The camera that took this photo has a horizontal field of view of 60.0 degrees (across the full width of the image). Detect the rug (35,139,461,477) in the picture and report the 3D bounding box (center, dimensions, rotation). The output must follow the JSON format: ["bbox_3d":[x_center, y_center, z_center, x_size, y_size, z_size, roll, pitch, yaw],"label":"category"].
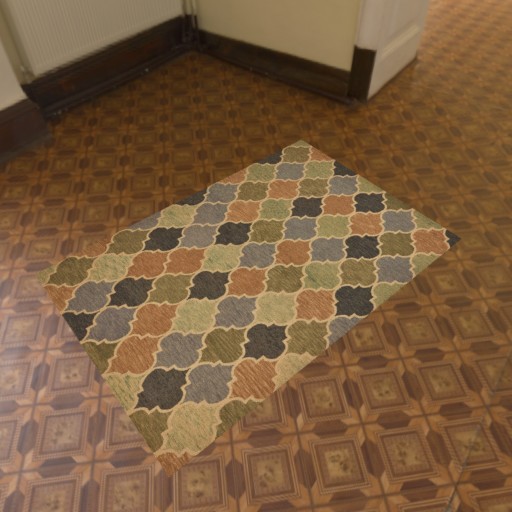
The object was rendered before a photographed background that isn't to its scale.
[{"bbox_3d":[0.000,0.000,2.839,2.284,0.006,1.521,-32,55,-26],"label":"rug"}]
